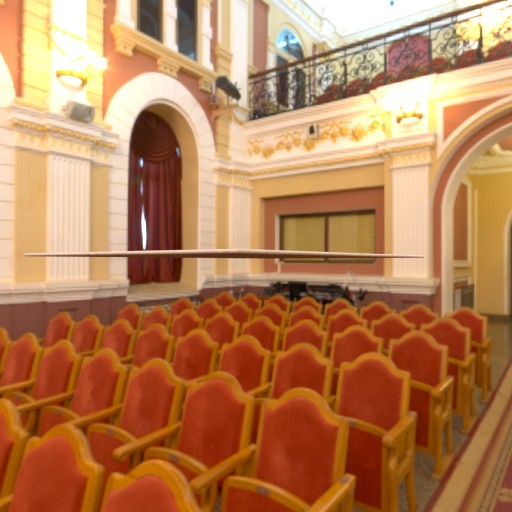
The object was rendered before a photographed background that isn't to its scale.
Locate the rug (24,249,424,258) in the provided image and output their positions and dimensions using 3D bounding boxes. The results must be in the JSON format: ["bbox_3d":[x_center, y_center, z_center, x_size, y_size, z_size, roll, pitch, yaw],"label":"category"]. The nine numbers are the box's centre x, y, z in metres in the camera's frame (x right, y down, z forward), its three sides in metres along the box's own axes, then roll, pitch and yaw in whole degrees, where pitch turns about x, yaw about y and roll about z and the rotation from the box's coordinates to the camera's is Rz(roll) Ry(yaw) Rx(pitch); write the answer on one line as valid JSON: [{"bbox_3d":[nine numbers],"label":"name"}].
[{"bbox_3d":[0.000,0.000,2.339,1.219,0.013,1.829,-1,-1,36],"label":"rug"}]
